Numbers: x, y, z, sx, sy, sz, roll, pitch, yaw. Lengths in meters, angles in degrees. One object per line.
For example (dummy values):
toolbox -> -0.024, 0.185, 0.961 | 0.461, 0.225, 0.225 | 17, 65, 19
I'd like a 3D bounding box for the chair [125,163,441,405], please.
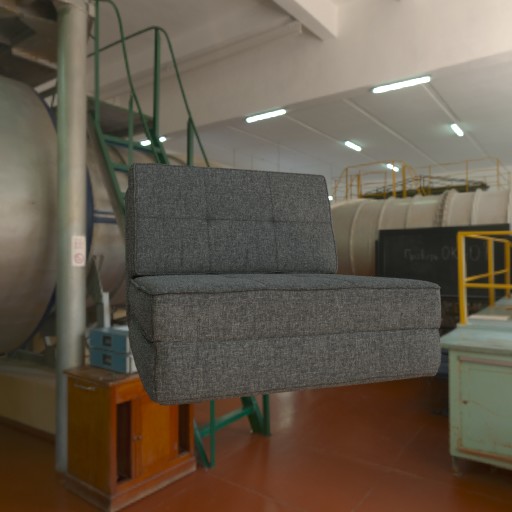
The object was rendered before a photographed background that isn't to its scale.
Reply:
chair -> 0.000, 0.000, 1.359 | 0.740, 0.615, 0.800 | 0, 0, -19
